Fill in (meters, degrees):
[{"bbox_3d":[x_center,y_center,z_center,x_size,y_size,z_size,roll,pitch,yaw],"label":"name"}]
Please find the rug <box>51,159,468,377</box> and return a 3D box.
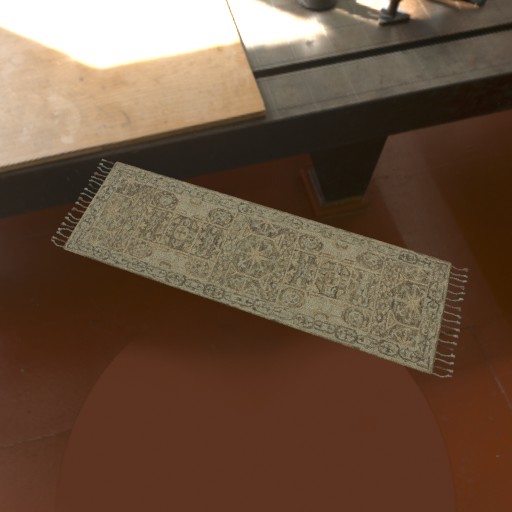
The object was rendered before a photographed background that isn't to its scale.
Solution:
[{"bbox_3d":[0.000,0.000,2.907,2.664,0.011,0.762,18,65,9],"label":"rug"}]
